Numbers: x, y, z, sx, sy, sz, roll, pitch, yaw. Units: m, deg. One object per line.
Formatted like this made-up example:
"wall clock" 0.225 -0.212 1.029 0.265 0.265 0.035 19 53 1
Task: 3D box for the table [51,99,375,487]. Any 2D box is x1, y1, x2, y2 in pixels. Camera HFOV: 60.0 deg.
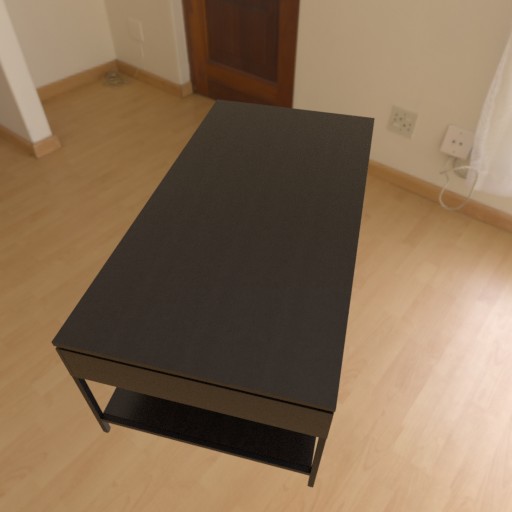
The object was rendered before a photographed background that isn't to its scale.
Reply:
"table" 0.000 0.000 1.371 0.574 0.435 1.095 10 46 10
